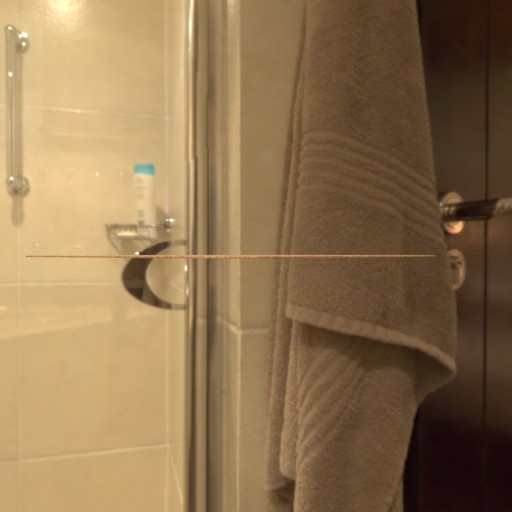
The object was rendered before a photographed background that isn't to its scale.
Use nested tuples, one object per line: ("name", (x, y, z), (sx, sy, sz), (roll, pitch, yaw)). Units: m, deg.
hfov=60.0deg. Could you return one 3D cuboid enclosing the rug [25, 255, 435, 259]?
("rug", (0.000, 0.000, 4.262), (2.448, 0.013, 3.205), (0, 0, 37))
